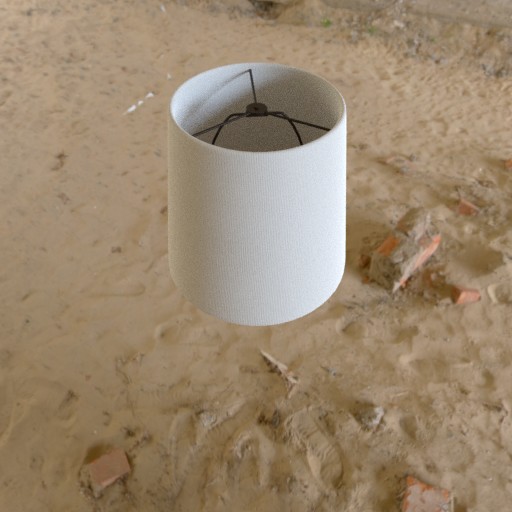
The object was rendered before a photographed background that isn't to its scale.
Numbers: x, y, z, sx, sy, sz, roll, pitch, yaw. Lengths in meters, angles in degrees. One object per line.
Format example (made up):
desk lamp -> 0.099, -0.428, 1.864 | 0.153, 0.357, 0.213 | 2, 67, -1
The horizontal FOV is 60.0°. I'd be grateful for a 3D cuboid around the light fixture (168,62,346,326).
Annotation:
light fixture -> 0.000, 0.000, 0.442 | 0.168, 0.337, 0.188 | -4, 47, -3
